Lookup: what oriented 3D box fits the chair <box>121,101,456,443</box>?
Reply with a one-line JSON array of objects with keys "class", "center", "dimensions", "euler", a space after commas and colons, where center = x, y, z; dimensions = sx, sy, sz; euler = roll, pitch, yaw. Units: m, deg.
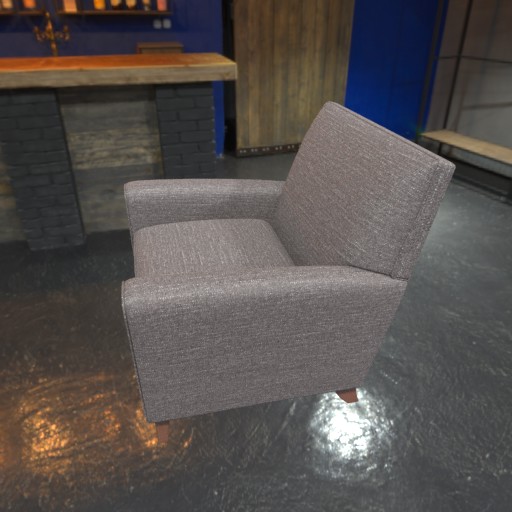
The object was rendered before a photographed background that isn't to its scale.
[{"class": "chair", "center": [0.000, 0.000, 1.580], "dimensions": [0.875, 0.885, 0.838], "euler": [-7, 31, -12]}]
